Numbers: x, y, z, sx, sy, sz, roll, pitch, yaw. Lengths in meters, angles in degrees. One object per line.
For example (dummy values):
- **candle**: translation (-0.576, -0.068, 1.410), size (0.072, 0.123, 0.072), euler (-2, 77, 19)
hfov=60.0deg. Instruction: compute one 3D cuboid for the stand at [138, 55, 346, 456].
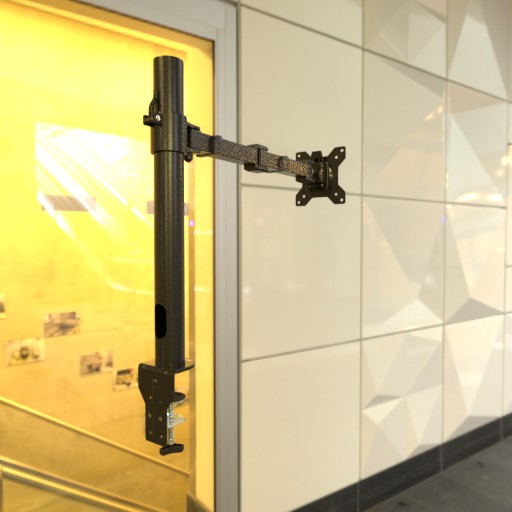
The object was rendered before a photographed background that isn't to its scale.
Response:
- **stand**: translation (0.000, 0.000, 0.736), size (0.115, 0.510, 0.456), euler (1, 2, 35)
